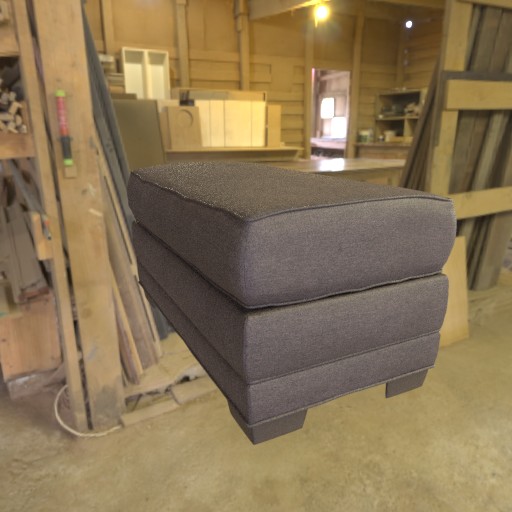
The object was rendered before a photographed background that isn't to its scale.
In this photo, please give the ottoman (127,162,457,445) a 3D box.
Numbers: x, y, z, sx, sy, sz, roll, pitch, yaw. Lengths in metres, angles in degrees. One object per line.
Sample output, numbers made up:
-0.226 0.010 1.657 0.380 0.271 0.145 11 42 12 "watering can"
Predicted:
0.000 0.000 1.163 0.490 0.448 0.864 -8 18 -26 "ottoman"
